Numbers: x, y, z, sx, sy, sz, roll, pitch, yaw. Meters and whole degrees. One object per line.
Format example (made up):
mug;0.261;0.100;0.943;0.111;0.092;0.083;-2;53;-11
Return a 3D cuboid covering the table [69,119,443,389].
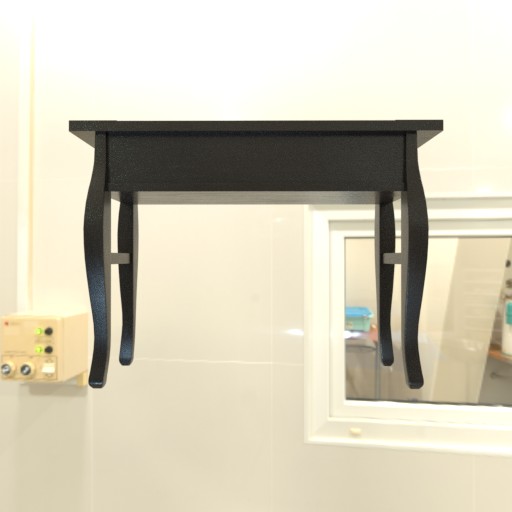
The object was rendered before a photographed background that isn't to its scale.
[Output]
table;0.000;0.000;1.431;1.062;0.768;0.373;0;0;0
